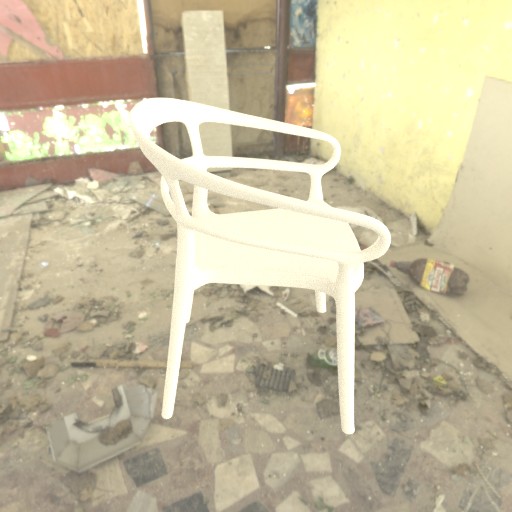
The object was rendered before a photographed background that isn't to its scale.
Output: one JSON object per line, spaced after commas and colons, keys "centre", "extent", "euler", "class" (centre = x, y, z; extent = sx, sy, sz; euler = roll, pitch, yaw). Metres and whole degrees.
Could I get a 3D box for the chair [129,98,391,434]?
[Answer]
{"centre": [0.000, 0.000, 1.156], "extent": [0.527, 0.761, 0.559], "euler": [0, 31, -1], "class": "chair"}
